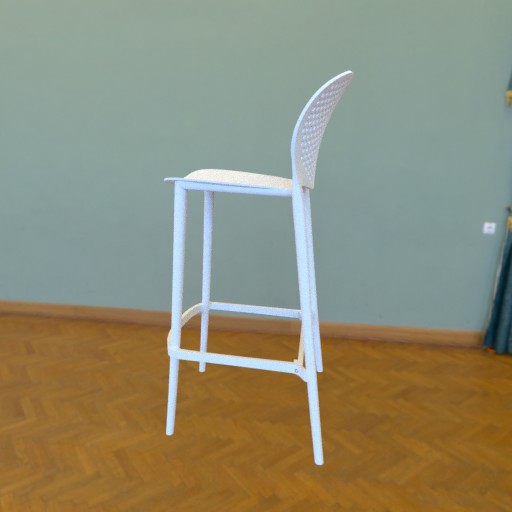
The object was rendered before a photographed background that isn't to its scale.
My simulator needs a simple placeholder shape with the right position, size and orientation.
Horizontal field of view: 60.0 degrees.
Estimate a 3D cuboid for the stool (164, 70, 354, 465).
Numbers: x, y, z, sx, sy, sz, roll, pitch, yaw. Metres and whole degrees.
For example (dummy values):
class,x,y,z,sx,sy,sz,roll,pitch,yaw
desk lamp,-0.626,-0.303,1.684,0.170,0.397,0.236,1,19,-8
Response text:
class,x,y,z,sx,sy,sz,roll,pitch,yaw
stool,0.000,0.000,1.379,0.535,1.045,0.536,2,15,8
